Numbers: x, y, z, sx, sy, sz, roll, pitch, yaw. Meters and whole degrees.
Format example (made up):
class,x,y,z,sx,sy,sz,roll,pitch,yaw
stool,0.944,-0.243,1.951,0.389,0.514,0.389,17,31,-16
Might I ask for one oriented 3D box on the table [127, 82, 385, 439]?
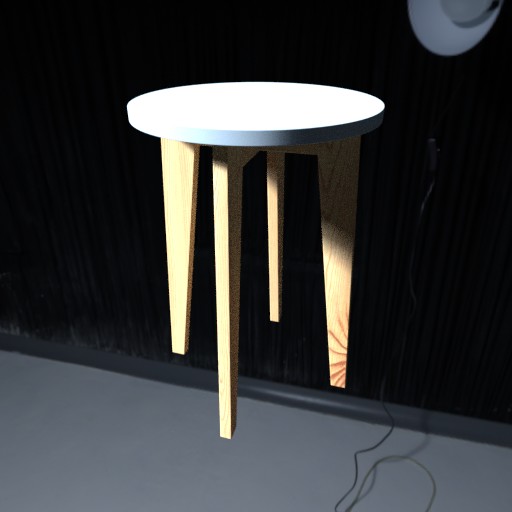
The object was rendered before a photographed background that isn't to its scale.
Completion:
class,x,y,z,sx,sy,sz,roll,pitch,yaw
table,0.000,0.000,0.743,0.350,0.500,0.350,0,29,0
